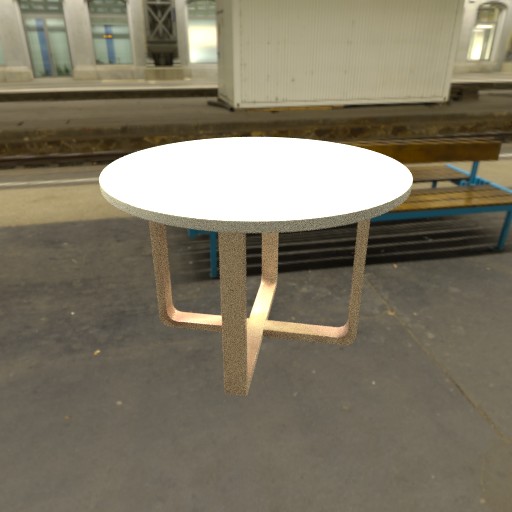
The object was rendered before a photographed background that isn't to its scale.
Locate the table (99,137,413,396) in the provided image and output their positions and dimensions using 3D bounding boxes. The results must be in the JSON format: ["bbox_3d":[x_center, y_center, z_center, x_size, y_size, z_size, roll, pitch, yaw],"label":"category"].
[{"bbox_3d":[0.000,0.000,0.977,0.600,0.400,0.600,0,26,0],"label":"table"}]
